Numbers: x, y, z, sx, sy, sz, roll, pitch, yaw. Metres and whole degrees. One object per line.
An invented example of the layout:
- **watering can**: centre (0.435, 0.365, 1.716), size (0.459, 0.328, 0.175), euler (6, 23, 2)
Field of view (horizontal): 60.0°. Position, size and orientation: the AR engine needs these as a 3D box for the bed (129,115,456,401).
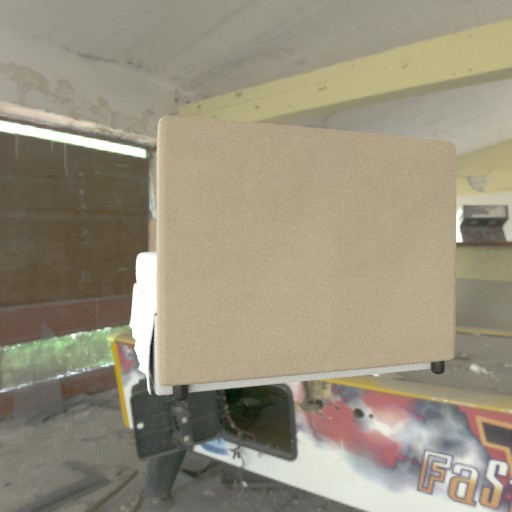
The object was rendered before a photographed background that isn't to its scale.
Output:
- **bed**: centre (0.000, 0.000, 3.241), size (1.723, 1.330, 2.142), euler (0, 1, -18)
